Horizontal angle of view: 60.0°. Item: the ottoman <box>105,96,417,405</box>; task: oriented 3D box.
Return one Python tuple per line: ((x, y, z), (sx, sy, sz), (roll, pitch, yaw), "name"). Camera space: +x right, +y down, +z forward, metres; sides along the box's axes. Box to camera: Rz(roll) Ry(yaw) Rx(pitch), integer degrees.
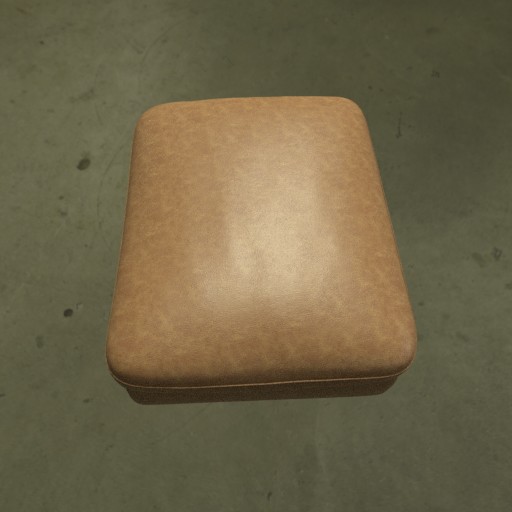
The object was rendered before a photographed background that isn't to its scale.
((0.000, 0.000, 1.122), (0.593, 0.478, 0.747), (-3, 59, -2), "ottoman")
